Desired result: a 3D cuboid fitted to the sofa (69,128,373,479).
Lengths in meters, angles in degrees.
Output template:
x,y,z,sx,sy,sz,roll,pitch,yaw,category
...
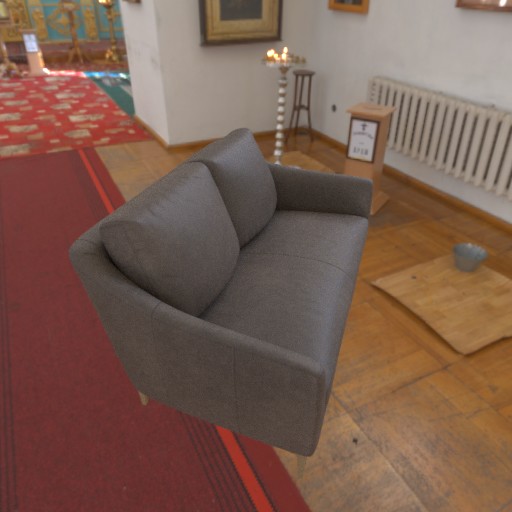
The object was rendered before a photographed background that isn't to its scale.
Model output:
x,y,z,sx,sy,sz,roll,pitch,yaw,category
0.000,0.000,2.136,0.960,0.902,1.619,9,32,15,sofa
